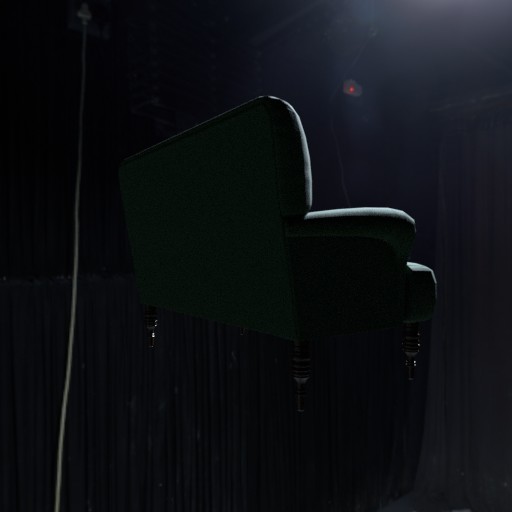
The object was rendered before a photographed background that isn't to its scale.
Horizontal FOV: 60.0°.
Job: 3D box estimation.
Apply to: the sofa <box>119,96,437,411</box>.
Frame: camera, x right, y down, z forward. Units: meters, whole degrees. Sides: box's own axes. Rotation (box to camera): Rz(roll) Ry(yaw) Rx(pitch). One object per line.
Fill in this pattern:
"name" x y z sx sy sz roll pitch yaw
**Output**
"sofa" 0.000 0.000 1.862 0.779 0.889 1.297 0 1 -37
